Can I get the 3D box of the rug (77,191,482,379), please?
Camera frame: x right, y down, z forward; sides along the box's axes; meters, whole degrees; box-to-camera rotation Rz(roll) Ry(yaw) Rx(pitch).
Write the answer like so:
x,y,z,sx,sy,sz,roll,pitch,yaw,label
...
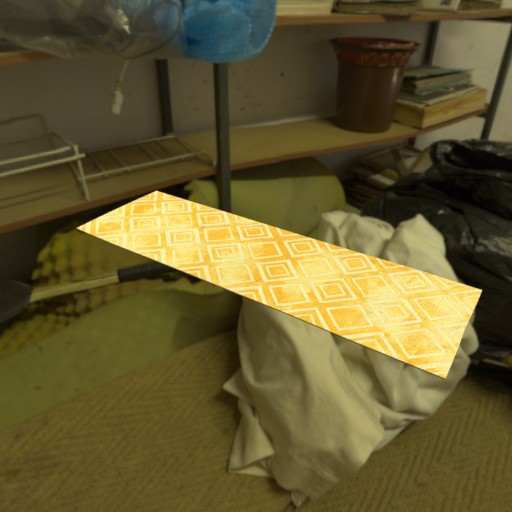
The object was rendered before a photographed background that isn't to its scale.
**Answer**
x,y,z,sx,sy,sz,roll,pitch,yaw,label
0.000,0.000,2.710,2.438,0.010,0.775,19,36,28,rug
